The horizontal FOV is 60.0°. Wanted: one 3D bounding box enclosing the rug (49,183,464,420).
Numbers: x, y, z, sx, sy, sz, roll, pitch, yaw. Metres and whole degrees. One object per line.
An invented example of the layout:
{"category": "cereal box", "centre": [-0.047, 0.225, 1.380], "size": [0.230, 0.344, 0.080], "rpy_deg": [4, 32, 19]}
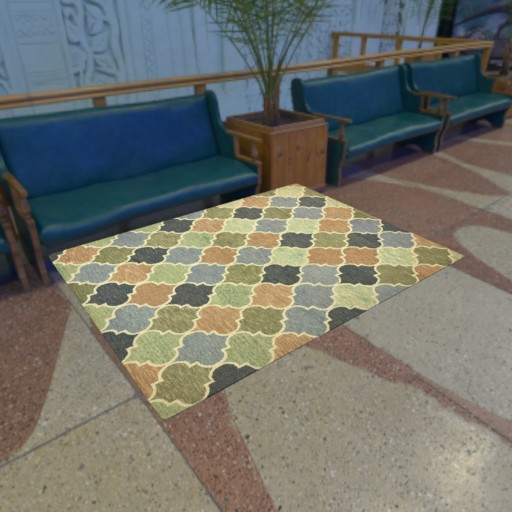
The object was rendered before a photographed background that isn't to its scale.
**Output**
{"category": "rug", "centre": [0.000, 0.000, 4.272], "size": [3.200, 0.013, 2.439], "rpy_deg": [-21, 36, -31]}
